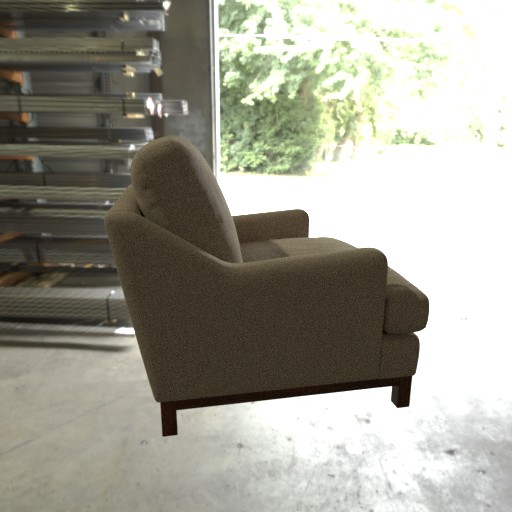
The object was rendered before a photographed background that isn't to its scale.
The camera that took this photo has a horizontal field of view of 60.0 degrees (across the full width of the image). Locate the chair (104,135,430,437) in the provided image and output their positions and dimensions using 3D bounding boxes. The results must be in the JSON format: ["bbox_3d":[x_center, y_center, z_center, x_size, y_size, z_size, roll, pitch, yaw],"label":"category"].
[{"bbox_3d":[0.000,0.000,1.747,1.001,0.916,0.912,-3,15,-11],"label":"chair"}]
